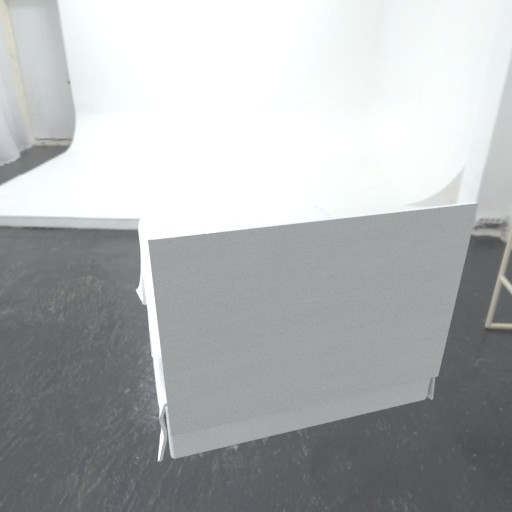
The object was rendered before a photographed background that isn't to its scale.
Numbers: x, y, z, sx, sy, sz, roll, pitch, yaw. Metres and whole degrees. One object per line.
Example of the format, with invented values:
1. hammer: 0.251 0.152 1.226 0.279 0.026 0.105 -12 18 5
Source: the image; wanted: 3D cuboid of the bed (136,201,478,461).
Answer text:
1. bed: 0.000 0.000 3.177 1.745 1.335 2.094 -7 27 -15
